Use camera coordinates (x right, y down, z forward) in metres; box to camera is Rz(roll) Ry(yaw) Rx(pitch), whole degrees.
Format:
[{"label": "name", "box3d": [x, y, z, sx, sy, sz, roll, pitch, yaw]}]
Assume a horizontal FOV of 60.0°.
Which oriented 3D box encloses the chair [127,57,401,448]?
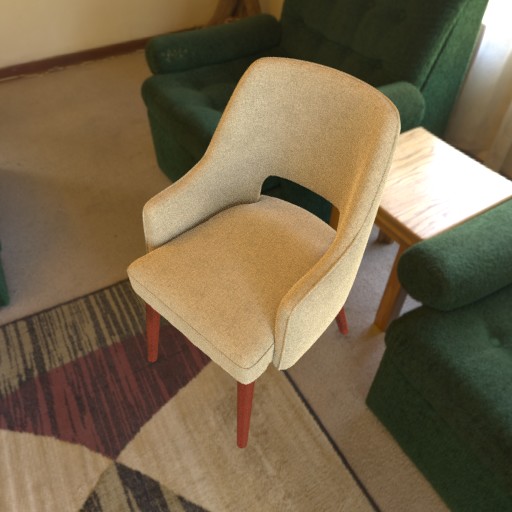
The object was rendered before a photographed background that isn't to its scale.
[{"label": "chair", "box3d": [0.000, 0.000, 1.227, 0.548, 0.849, 0.605, 34, 55, 28]}]
